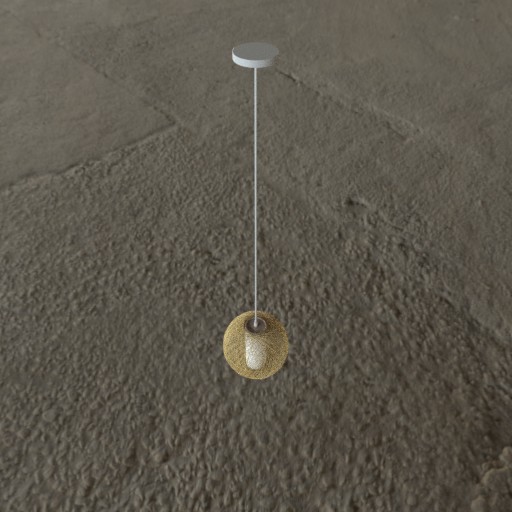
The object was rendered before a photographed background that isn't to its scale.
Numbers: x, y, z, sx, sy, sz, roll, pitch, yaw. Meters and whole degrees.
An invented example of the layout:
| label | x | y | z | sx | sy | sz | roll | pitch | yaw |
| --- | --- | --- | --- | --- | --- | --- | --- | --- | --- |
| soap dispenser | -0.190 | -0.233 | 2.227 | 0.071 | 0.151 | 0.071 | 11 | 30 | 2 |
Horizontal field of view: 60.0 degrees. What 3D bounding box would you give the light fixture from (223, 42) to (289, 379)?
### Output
| label | x | y | z | sx | sy | sz | roll | pitch | yaw |
| --- | --- | --- | --- | --- | --- | --- | --- | --- | --- |
| light fixture | 0.000 | 0.000 | 2.184 | 0.407 | 1.955 | 0.406 | -31 | 53 | -27 |
